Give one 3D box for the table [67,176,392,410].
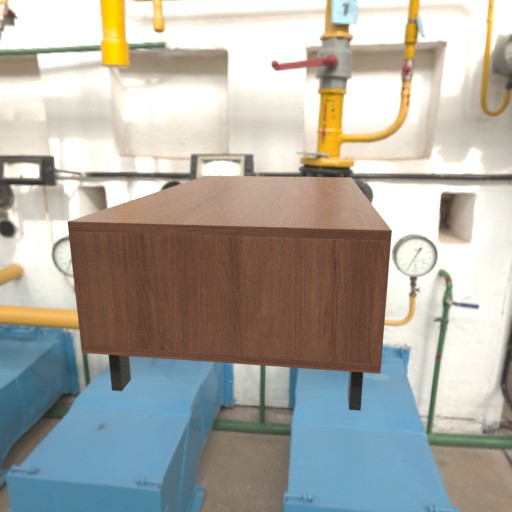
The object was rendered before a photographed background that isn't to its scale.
[{"bbox_3d":[0.000,0.000,1.314,0.600,0.380,1.020,2,15,8],"label":"table"}]
